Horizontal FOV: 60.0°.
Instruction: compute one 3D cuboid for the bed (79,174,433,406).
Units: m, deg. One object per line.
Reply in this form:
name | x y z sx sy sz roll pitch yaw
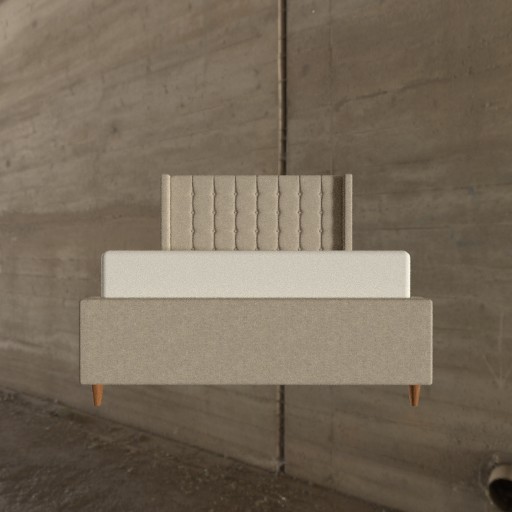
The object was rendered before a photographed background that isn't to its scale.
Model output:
bed | 0.000 0.000 3.727 2.045 1.743 2.370 0 0 0
